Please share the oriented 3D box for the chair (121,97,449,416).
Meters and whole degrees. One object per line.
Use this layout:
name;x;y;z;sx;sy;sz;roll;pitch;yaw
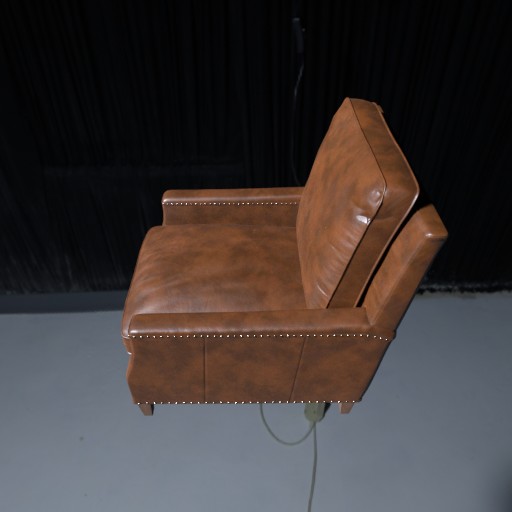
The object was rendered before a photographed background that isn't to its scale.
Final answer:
chair;0.000;0.000;1.788;1.035;1.054;0.854;0;42;0
